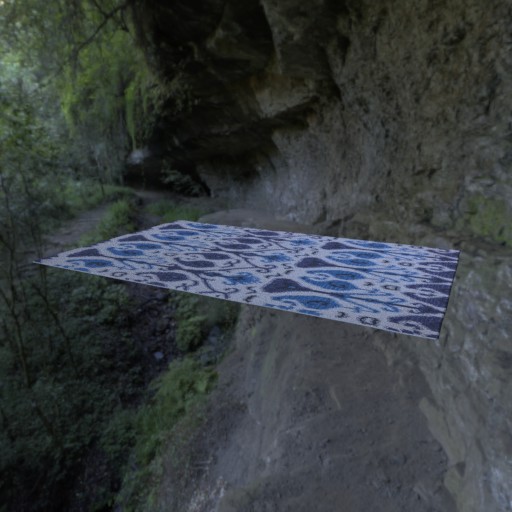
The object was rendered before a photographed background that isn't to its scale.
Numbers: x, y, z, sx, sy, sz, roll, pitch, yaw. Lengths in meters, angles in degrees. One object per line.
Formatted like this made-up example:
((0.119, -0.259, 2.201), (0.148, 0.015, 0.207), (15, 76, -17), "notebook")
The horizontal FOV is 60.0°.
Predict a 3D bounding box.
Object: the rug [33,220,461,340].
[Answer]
((0.000, 0.000, 2.069), (1.698, 0.013, 1.072), (8, 17, 26), "rug")
